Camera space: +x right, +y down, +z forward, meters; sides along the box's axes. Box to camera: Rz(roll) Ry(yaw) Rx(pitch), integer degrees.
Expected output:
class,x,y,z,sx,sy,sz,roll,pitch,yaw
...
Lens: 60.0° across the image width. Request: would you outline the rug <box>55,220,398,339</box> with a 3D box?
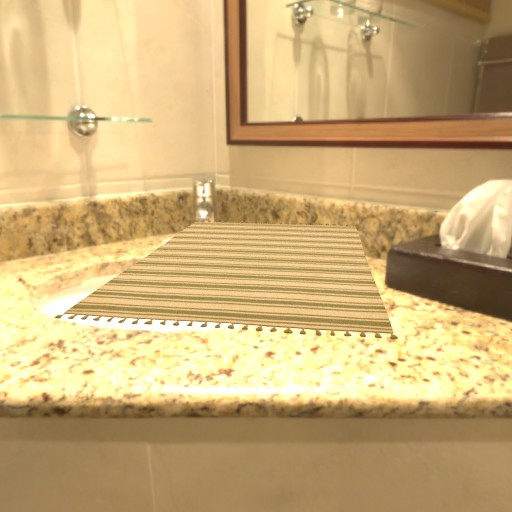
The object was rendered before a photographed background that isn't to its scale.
class,x,y,z,sx,sy,sz,roll,pitch,yaw
rug,0.000,0.000,3.091,1.540,0.018,2.435,2,15,8
